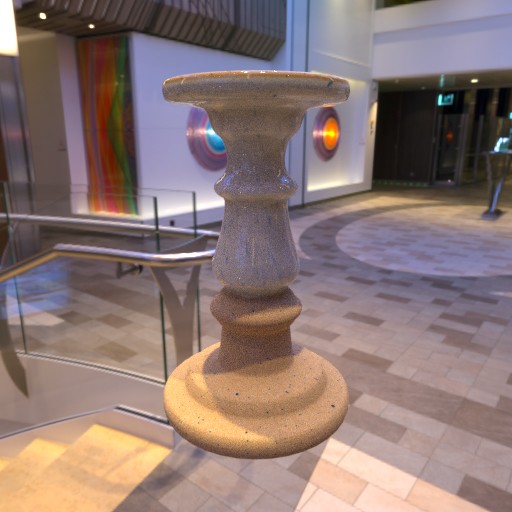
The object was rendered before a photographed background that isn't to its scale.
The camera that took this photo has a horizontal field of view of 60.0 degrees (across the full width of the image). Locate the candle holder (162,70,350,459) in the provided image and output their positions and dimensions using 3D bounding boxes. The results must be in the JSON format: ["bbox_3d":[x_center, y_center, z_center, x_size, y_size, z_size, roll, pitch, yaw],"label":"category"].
[{"bbox_3d":[0.000,0.000,0.275,0.123,0.202,0.123,0,15,0],"label":"candle holder"}]
